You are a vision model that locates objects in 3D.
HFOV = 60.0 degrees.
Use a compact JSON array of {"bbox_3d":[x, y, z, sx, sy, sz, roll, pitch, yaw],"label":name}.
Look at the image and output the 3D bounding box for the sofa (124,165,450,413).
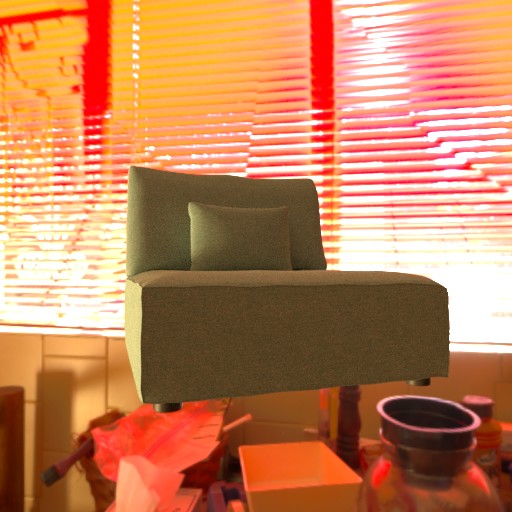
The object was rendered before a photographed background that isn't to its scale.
[{"bbox_3d":[0.000,0.000,1.697,0.930,0.820,1.000,1,-2,-19],"label":"sofa"}]
